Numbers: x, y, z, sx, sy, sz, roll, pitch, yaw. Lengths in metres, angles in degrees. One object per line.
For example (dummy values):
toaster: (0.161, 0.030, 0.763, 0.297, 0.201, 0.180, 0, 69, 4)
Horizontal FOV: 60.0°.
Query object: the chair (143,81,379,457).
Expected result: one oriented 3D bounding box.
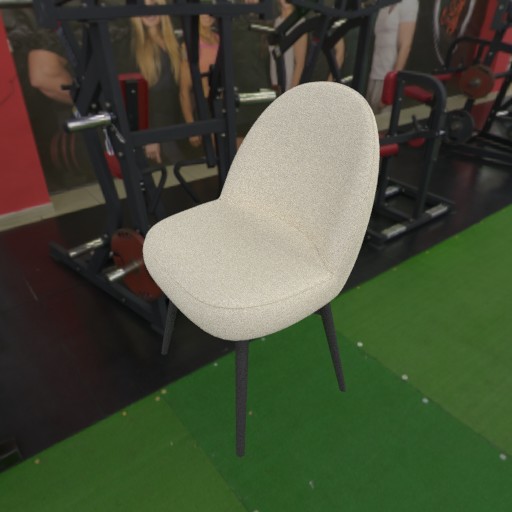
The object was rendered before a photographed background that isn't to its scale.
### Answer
chair: (0.000, 0.000, 1.207, 0.540, 0.838, 0.532, -21, 38, -29)
